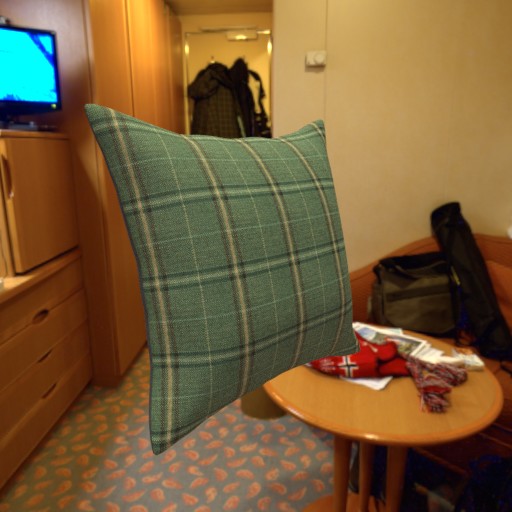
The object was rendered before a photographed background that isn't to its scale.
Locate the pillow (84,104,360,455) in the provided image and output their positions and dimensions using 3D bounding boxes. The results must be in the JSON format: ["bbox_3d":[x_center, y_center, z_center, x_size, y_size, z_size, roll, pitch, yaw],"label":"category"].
[{"bbox_3d":[0.000,0.000,0.686,0.453,0.430,0.200,-13,18,-42],"label":"pillow"}]
